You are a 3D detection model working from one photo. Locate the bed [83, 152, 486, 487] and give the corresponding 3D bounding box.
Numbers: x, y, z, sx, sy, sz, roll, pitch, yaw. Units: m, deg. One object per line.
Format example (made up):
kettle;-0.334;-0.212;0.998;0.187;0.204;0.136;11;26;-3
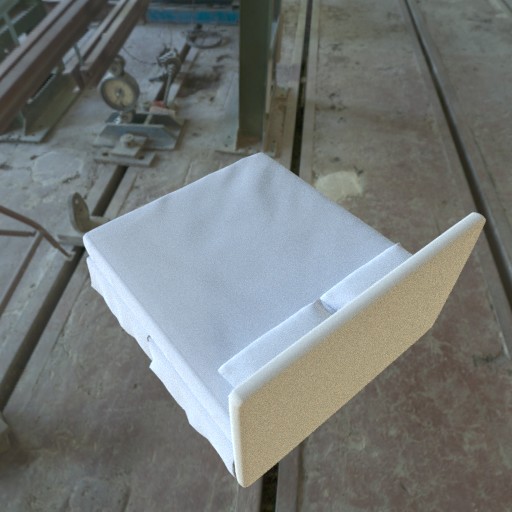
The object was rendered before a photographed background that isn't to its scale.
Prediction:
bed;0.000;0.000;3.512;2.119;1.317;2.341;-31;54;-25
